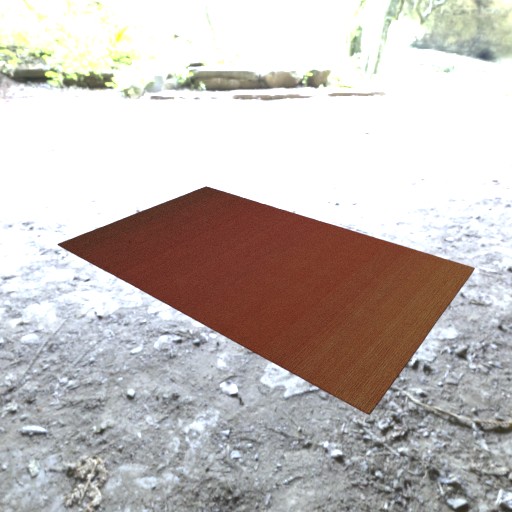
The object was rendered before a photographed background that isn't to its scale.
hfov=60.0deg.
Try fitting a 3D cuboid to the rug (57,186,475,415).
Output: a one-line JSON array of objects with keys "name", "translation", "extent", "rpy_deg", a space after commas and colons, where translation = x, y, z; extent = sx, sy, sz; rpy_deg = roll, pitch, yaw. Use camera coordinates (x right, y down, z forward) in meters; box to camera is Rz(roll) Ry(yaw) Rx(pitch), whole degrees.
[{"name": "rug", "translation": [0.000, 0.000, 3.033], "extent": [2.442, 0.010, 1.531], "rpy_deg": [21, 36, 33]}]
